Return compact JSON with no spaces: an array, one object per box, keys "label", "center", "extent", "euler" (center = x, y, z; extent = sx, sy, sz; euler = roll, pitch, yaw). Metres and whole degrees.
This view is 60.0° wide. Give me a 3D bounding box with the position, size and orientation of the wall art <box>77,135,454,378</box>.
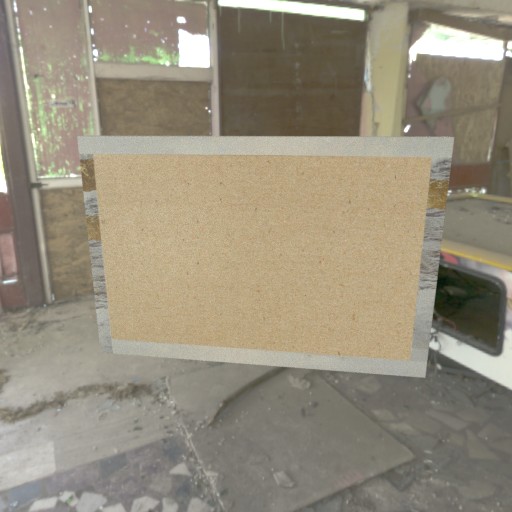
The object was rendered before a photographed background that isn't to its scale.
[{"label":"wall art","center":[0.000,0.000,0.781],"extent":[0.606,0.407,0.041],"euler":[2,16,8]}]
